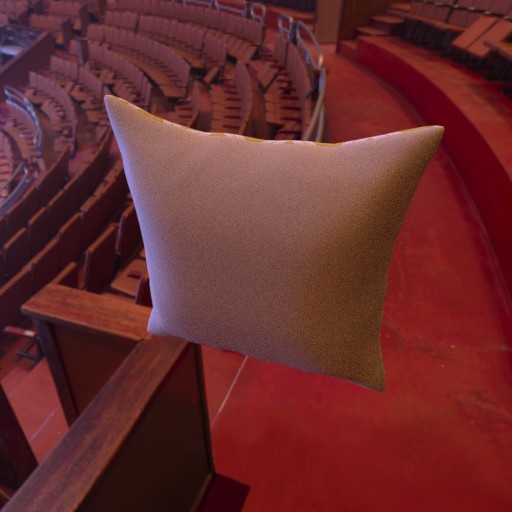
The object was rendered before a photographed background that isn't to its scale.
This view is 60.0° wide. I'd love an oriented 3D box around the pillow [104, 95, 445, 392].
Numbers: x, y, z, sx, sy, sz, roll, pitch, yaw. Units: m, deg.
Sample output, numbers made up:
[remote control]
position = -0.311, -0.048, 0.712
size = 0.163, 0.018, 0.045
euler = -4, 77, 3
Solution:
[pillow]
position = 0.000, 0.000, 0.759
size = 0.504, 0.494, 0.188
euler = 10, 34, 16
